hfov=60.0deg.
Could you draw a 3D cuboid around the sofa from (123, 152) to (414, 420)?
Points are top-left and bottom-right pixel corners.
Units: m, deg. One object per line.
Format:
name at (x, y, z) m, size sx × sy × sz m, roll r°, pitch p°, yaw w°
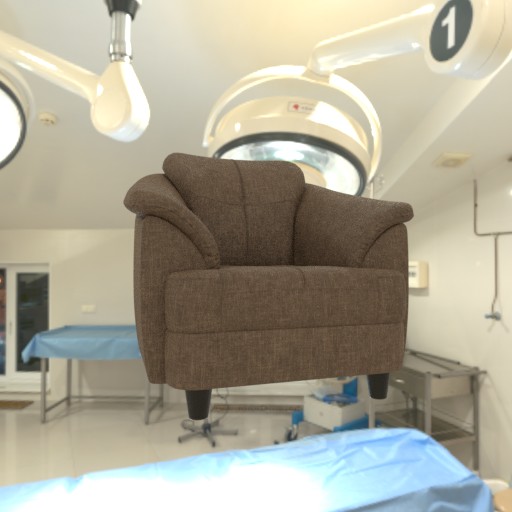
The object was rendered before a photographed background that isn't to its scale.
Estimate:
sofa at (0.000, 0.000, 1.498) m, size 0.870 × 0.811 × 0.794 m, roll 0°, pitch -1°, yaw -18°
